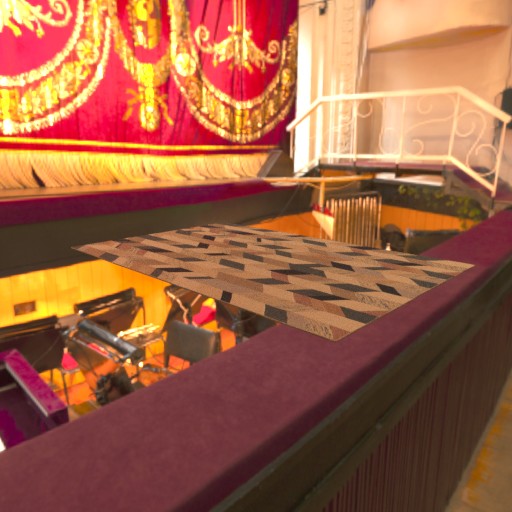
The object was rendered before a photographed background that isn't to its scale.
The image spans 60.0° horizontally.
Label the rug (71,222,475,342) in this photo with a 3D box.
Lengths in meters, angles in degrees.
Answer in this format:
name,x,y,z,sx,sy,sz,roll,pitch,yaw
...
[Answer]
name,x,y,z,sx,sy,sz,roll,pitch,yaw
rug,0.000,0.000,2.345,1.813,0.006,1.202,13,19,42
